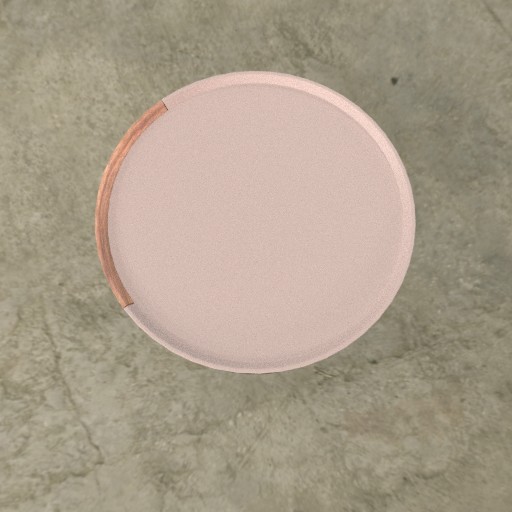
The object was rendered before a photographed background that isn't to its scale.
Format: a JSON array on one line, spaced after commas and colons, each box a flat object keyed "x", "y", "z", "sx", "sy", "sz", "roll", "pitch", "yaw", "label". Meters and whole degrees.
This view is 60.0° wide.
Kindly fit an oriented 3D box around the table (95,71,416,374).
[{"x": 0.000, "y": 0.000, "z": 0.877, "sx": 0.450, "sy": 0.530, "sz": 0.450, "roll": 0, "pitch": 75, "yaw": 0, "label": "table"}]
